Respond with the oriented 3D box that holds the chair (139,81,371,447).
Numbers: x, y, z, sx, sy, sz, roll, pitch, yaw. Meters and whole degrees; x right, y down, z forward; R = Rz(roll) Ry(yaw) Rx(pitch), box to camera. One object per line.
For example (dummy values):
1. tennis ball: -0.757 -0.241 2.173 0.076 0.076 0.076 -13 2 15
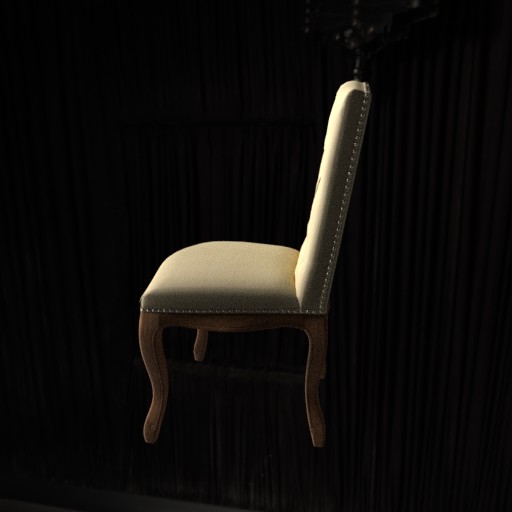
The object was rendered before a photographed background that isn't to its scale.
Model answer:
1. chair: 0.000 0.000 1.589 0.715 1.165 0.623 2 15 9
